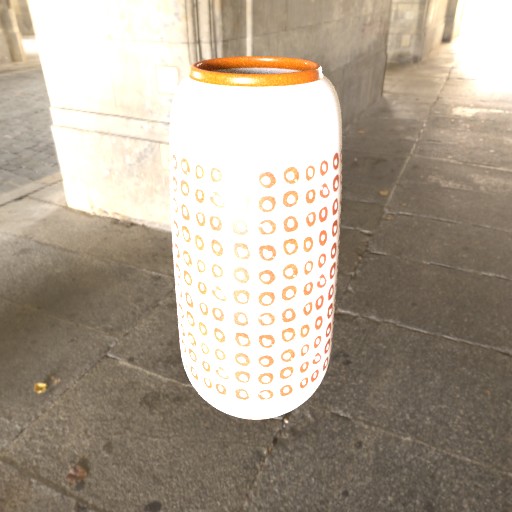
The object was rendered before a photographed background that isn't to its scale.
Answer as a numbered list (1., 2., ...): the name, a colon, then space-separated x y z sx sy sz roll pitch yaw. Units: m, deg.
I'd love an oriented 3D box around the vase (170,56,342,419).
1. vase: 0.000 0.000 0.352 0.133 0.282 0.133 0 31 0
